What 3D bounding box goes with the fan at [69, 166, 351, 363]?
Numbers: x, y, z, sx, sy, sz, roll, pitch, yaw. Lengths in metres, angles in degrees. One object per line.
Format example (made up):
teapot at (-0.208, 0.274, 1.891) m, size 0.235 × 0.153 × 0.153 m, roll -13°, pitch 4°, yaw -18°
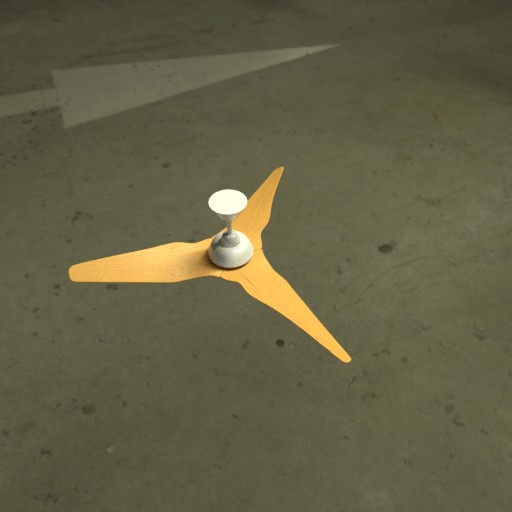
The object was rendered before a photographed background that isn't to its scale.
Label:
fan at (0.000, 0.000, 1.698) m, size 1.142 × 0.355 × 1.010 m, roll -32°, pitch 55°, yaw -27°
